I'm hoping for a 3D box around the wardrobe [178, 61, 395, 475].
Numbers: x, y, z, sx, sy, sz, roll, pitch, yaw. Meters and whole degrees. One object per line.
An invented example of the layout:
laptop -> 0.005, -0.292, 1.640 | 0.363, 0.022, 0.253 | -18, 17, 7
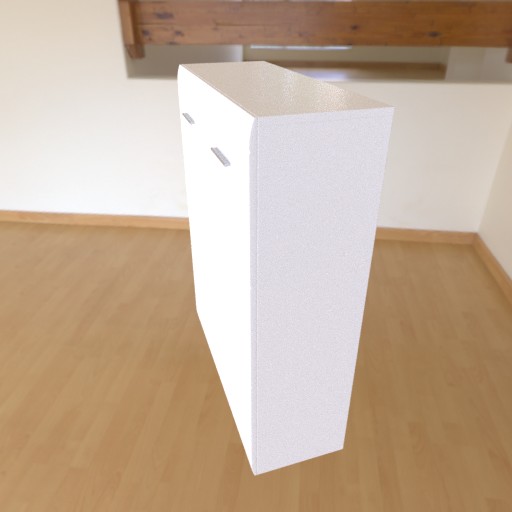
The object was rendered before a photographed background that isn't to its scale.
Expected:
wardrobe -> 0.000, 0.000, 1.612 | 0.360, 1.200, 0.900 | -9, 31, -16
